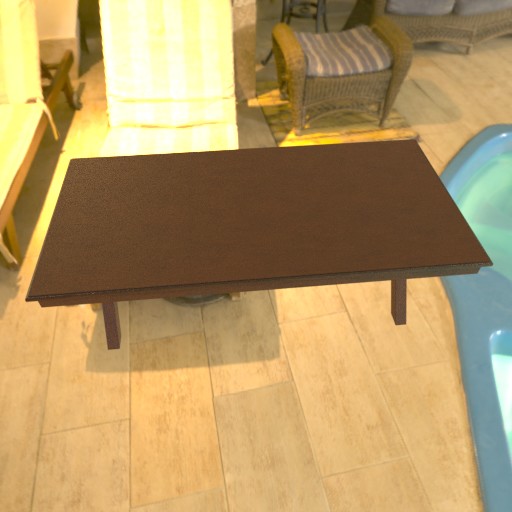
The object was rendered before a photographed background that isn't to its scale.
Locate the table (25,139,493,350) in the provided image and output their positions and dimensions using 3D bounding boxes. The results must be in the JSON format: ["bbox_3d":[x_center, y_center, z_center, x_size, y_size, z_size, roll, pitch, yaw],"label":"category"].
[{"bbox_3d":[0.000,0.000,1.490,1.197,0.459,0.594,-4,47,-4],"label":"table"}]
